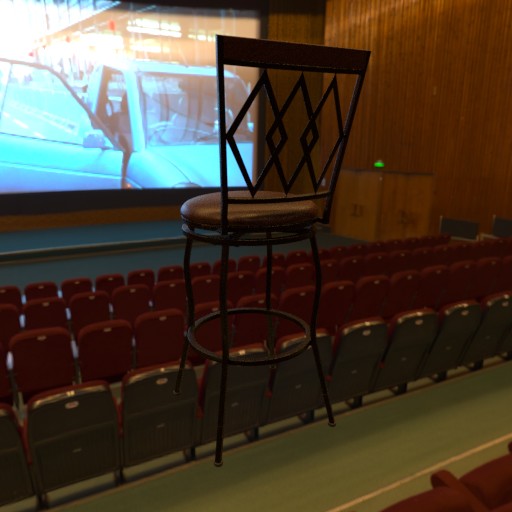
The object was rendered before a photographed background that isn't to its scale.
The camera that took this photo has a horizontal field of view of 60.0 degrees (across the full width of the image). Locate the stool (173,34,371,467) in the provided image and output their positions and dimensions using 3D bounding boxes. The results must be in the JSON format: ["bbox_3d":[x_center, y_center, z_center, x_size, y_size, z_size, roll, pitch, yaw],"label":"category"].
[{"bbox_3d":[0.000,0.000,1.367,0.432,1.134,0.521,-8,17,-26],"label":"stool"}]
